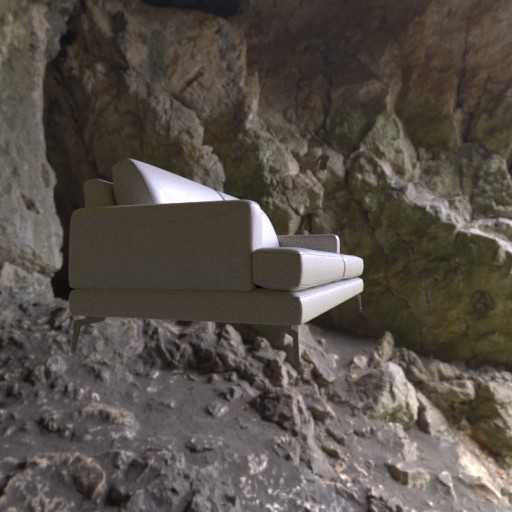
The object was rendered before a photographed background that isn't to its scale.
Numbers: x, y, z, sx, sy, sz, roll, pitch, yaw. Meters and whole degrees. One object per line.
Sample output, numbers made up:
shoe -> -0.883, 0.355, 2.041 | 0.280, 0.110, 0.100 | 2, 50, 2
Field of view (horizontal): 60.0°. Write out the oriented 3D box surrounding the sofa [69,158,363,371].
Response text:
sofa -> 0.000, 0.000, 2.436 | 0.974, 0.765, 1.940 | 0, -1, 19
